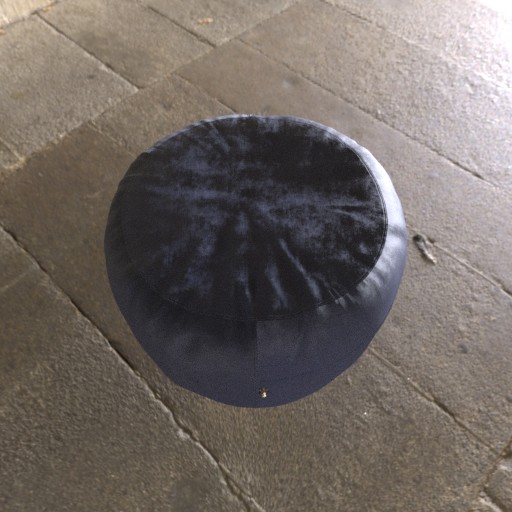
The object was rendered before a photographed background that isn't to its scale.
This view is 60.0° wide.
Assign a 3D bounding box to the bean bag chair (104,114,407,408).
[{"bbox_3d":[0.000,0.000,1.950,1.219,0.762,1.219,0,57,0],"label":"bean bag chair"}]
